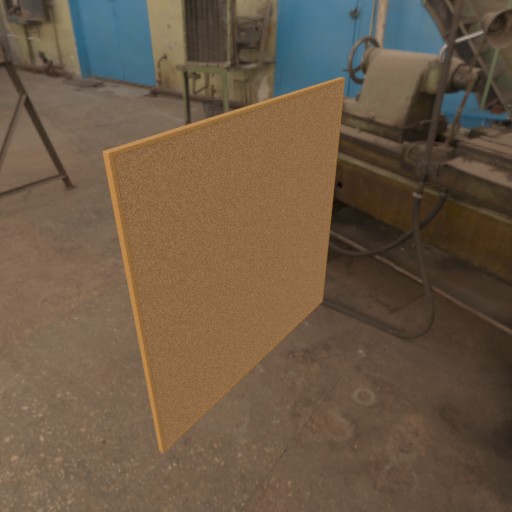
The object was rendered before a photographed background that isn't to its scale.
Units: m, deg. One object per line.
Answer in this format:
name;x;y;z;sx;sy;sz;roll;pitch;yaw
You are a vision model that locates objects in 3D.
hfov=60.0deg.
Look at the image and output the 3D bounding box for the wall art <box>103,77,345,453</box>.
wall art;0.000;0.000;0.986;0.014;0.655;0.657;23;39;31
